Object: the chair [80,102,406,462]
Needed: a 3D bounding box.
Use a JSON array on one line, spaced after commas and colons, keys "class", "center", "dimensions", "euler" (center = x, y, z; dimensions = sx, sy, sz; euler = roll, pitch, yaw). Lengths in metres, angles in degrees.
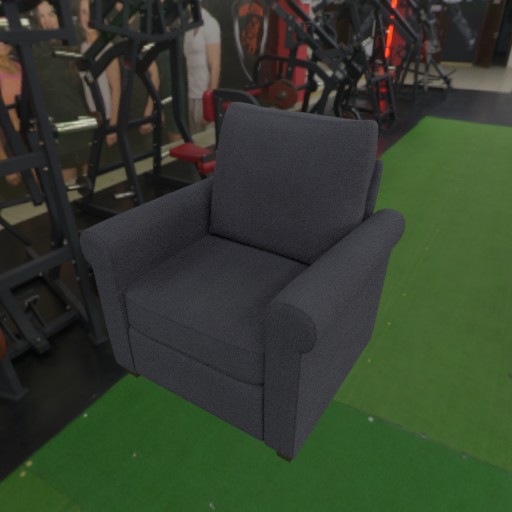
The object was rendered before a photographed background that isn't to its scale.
[{"class": "chair", "center": [0.000, 0.000, 1.612], "dimensions": [0.867, 0.942, 0.828], "euler": [18, 34, 28]}]
